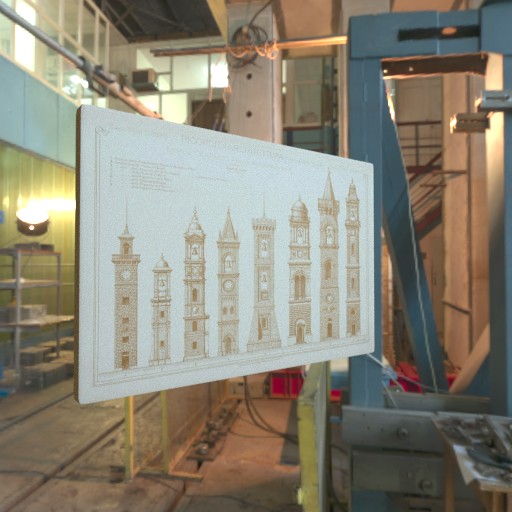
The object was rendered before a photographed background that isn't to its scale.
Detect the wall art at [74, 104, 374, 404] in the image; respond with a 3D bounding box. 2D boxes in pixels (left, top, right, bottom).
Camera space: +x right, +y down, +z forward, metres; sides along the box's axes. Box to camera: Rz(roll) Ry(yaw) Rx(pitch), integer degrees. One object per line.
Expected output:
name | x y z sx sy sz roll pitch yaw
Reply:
wall art | 0.000 0.000 0.492 0.380 0.254 0.019 1 -1 -36
